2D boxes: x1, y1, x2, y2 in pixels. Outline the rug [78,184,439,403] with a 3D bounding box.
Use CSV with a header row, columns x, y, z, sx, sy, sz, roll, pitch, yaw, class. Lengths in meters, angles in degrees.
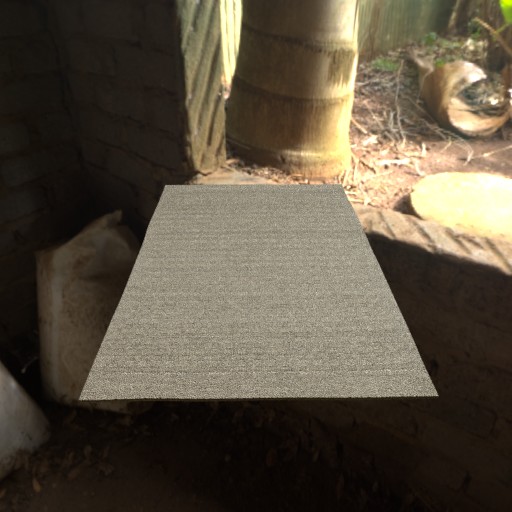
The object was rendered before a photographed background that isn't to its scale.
x,y,z,sx,sy,sz,roll,pitch,yaw,class
0.000,0.000,2.850,1.532,0.018,2.297,0,32,-1,rug
